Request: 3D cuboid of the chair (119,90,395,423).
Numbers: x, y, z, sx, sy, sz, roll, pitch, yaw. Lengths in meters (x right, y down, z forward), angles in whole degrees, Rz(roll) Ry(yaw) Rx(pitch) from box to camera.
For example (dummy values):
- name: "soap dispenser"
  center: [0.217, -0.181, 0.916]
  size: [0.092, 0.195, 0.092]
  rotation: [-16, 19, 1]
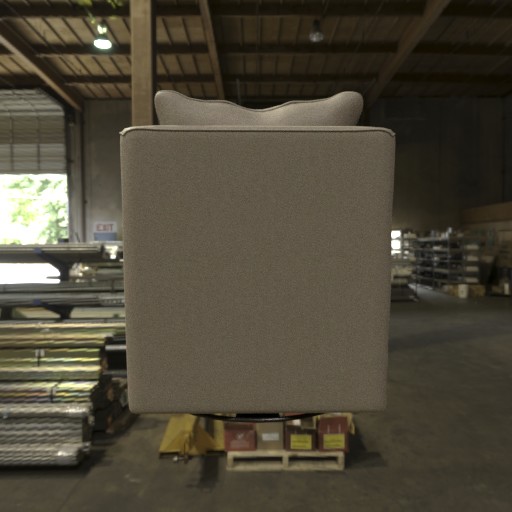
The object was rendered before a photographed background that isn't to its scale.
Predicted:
- name: "chair"
  center: [0.000, 0.000, 1.609]
  size: [0.760, 0.942, 0.876]
  rotation: [0, 2, -1]
